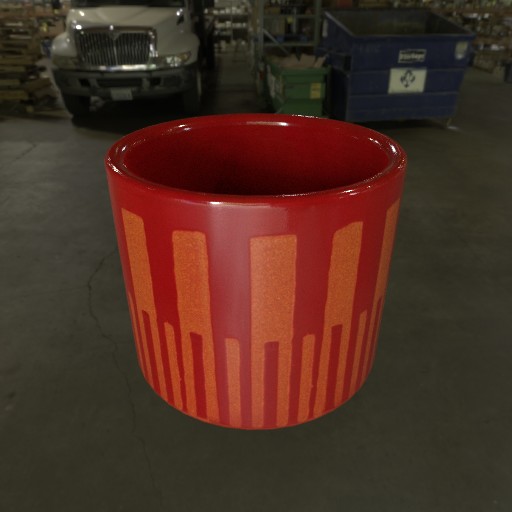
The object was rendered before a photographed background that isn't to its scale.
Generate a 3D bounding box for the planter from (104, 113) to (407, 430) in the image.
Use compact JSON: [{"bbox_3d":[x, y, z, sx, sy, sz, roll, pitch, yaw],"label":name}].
[{"bbox_3d":[0.000,0.000,0.397,0.230,0.202,0.230,0,30,0],"label":"planter"}]
